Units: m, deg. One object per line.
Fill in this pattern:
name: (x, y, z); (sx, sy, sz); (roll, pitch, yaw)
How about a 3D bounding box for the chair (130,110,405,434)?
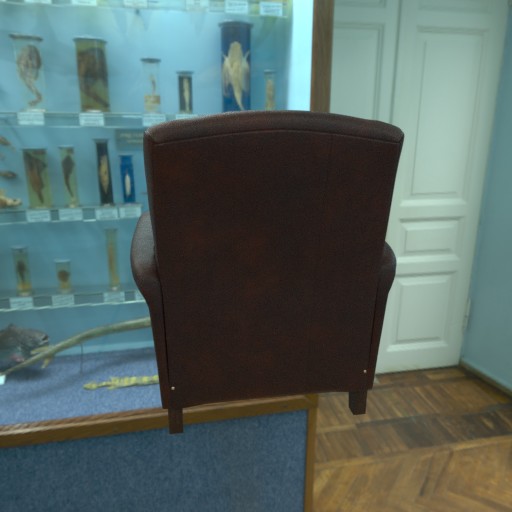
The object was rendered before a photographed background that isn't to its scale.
chair: (0.000, 0.000, 1.752); (0.978, 1.061, 0.902); (-3, 16, -9)
